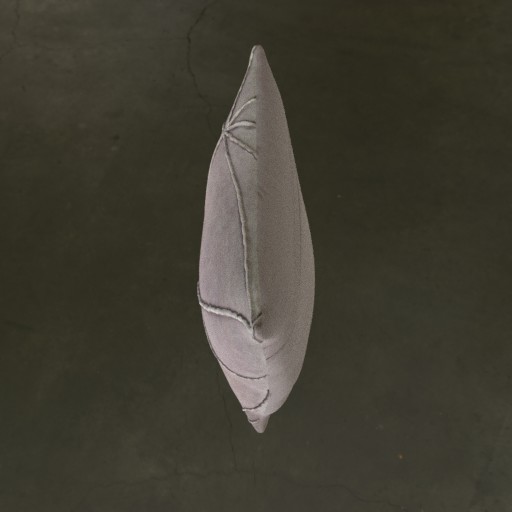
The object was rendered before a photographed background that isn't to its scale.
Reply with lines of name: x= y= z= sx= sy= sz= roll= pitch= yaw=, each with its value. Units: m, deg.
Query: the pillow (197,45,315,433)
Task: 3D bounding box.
pillow: x=0.000 y=0.000 z=0.686 sx=0.185 sy=0.440 sz=0.439 roll=0 pitch=58 yaw=0
